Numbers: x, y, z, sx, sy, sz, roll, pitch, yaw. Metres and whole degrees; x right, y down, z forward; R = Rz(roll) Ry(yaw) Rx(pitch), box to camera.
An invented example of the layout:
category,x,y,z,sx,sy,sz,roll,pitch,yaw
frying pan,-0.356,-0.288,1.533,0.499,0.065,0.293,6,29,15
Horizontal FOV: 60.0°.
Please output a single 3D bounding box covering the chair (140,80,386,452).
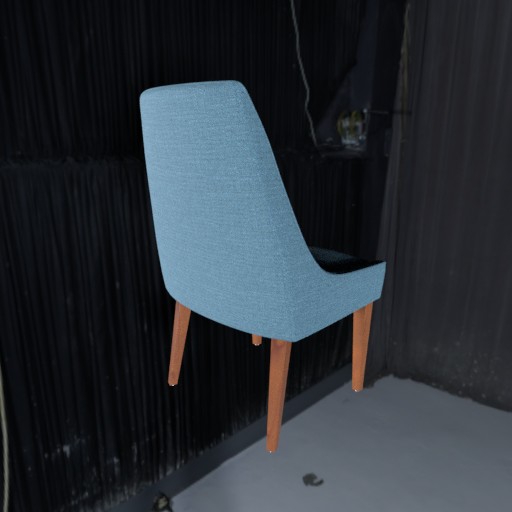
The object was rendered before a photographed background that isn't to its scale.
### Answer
category,x,y,z,sx,sy,sz,roll,pitch,yaw
chair,0.000,0.000,1.237,0.529,0.861,0.544,15,22,43
